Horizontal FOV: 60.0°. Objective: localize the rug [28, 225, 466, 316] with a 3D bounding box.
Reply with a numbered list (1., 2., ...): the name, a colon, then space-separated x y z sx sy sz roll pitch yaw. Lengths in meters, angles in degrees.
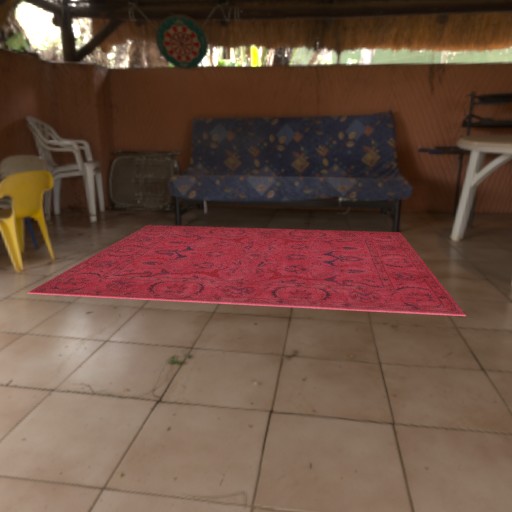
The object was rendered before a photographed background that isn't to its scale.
1. rug: 0.000 0.000 4.017 2.929 0.012 2.300 2 16 7
